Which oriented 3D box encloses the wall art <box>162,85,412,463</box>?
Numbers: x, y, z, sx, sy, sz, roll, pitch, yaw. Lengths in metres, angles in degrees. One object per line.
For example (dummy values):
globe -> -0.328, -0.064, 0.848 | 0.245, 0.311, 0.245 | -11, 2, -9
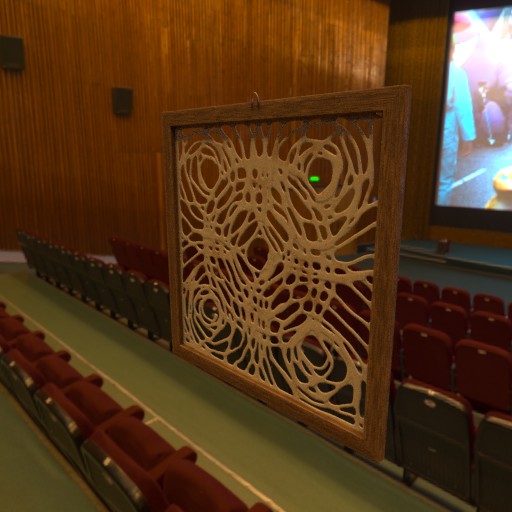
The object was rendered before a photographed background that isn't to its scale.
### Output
wall art -> 0.000, 0.000, 0.828 | 0.021, 0.576, 0.561 | -13, 18, -43
